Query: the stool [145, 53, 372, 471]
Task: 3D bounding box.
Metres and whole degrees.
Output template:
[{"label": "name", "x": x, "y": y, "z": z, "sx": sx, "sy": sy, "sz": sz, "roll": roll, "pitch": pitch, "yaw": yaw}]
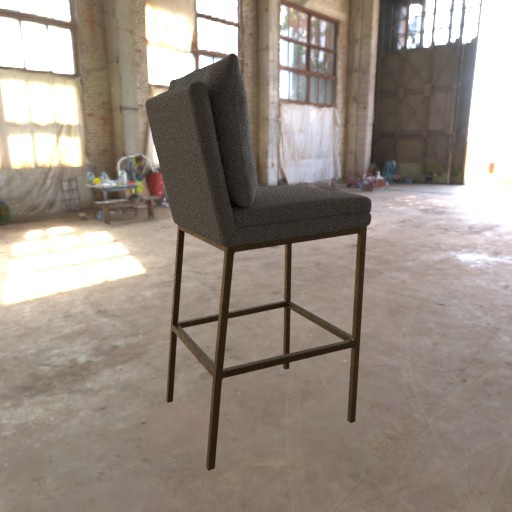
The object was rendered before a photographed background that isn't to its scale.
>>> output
[{"label": "stool", "x": 0.000, "y": 0.000, "z": 1.453, "sx": 0.569, "sy": 1.132, "sz": 0.463, "roll": -7, "pitch": 15, "yaw": -27}]
